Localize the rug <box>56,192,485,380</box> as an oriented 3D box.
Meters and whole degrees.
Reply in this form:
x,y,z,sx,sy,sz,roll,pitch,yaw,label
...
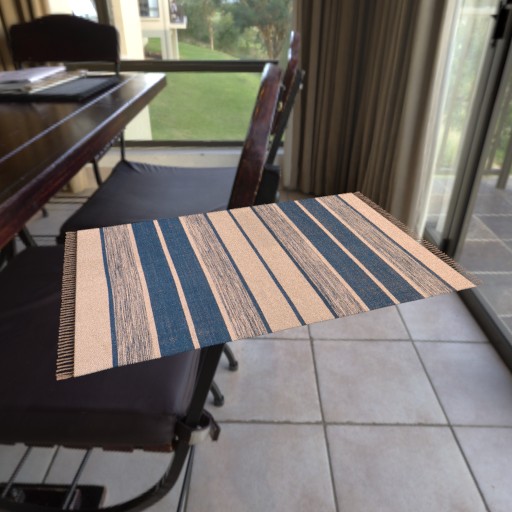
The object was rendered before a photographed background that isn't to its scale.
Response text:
x,y,z,sx,sy,sz,roll,pitch,yaw,label
0.000,0.000,2.976,2.441,0.010,1.532,-10,32,-16,rug
